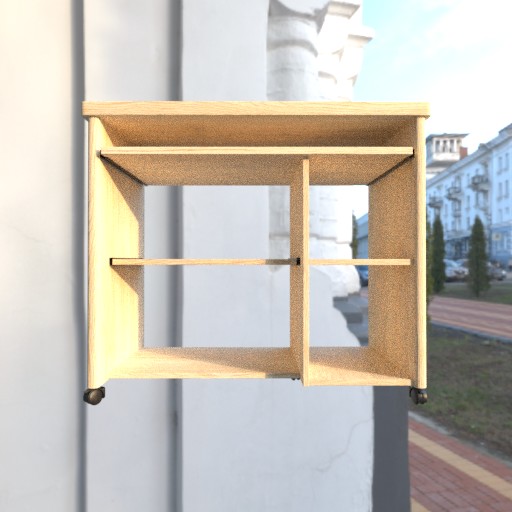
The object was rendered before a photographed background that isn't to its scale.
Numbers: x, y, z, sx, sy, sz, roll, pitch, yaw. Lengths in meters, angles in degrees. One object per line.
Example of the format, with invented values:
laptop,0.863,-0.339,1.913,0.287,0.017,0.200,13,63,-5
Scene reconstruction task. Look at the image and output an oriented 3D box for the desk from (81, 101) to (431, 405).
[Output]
desk,0.000,0.000,1.343,0.885,0.770,0.480,0,-1,0
